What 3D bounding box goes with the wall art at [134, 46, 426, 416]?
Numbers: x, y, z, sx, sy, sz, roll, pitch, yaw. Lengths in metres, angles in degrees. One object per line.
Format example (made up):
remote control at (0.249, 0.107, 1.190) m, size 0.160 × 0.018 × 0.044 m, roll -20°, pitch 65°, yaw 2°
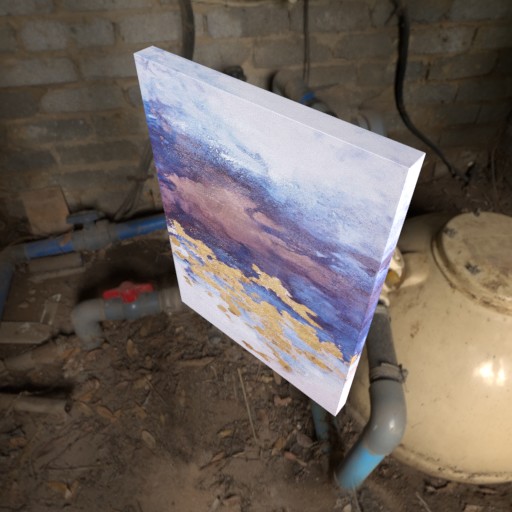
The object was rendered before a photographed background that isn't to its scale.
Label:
wall art at (0.000, 0.000, 0.762) m, size 0.437 × 0.581 × 0.036 m, roll 32°, pitch 54°, yaw 27°
